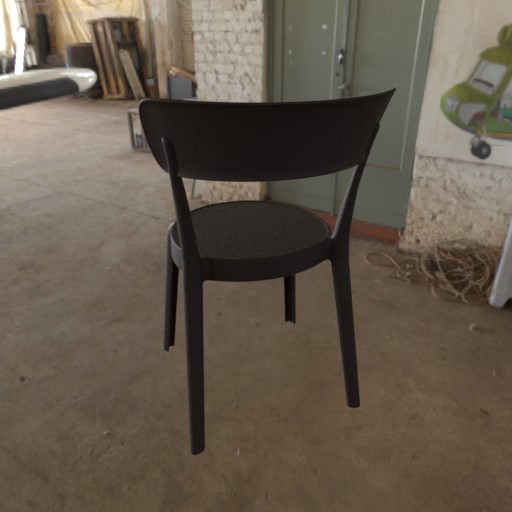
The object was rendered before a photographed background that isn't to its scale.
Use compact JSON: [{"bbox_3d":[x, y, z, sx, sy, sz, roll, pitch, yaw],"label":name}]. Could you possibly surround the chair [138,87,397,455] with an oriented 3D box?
[{"bbox_3d":[0.000,0.000,1.089,0.506,0.790,0.491,-9,28,-18],"label":"chair"}]
